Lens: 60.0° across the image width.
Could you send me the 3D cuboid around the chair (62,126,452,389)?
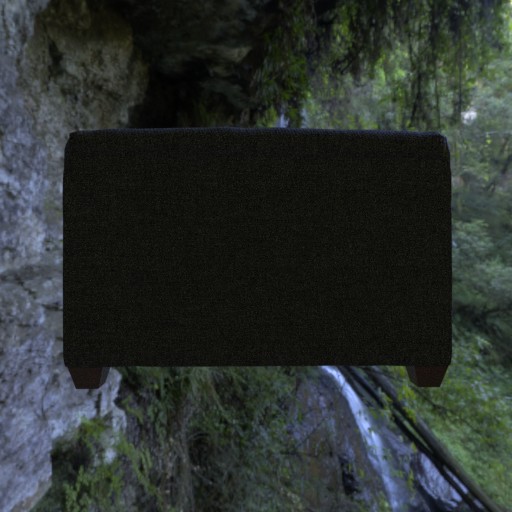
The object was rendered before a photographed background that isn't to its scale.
[{"bbox_3d":[0.000,0.000,2.030,1.383,0.948,1.000,0,0,-1],"label":"chair"}]
